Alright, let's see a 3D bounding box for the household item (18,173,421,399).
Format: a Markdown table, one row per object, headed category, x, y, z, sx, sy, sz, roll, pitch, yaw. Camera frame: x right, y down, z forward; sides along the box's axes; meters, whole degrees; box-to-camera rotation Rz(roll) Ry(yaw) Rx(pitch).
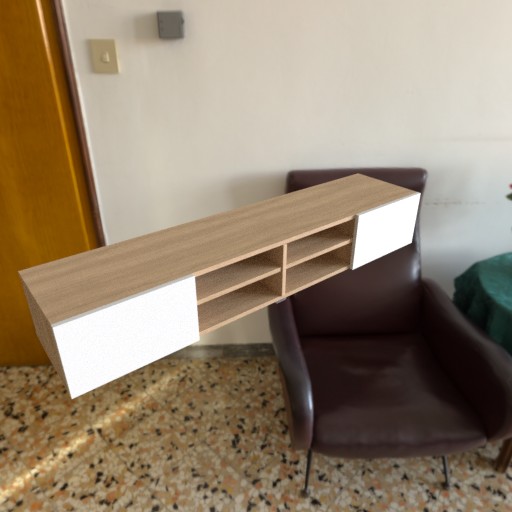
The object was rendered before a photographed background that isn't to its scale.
| category | x | y | z | sx | sy | sz | roll | pitch | yaw |
| --- | --- | --- | --- | --- | --- | --- | --- | --- | --- |
| household item | 0.000 | 0.000 | 2.027 | 1.850 | 0.310 | 0.420 | -20 | 34 | -33 |
